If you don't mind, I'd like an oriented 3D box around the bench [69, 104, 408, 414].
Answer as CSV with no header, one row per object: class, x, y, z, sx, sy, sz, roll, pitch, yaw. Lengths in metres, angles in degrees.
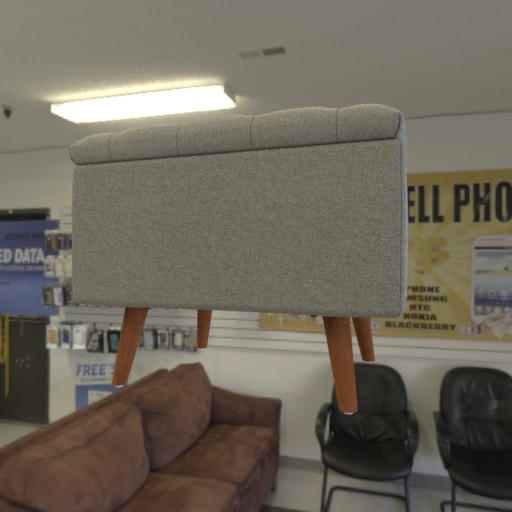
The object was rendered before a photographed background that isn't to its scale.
bench,0.000,0.000,0.884,0.572,0.469,0.417,0,0,19
